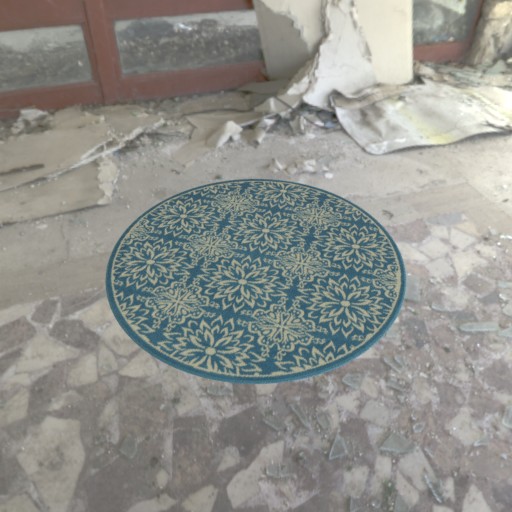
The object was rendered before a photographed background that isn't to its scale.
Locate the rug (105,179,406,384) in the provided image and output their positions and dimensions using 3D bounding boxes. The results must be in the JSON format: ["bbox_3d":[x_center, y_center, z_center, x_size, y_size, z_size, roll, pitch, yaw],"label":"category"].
[{"bbox_3d":[0.000,0.000,2.419,1.593,0.012,1.593,0,41,0],"label":"rug"}]
